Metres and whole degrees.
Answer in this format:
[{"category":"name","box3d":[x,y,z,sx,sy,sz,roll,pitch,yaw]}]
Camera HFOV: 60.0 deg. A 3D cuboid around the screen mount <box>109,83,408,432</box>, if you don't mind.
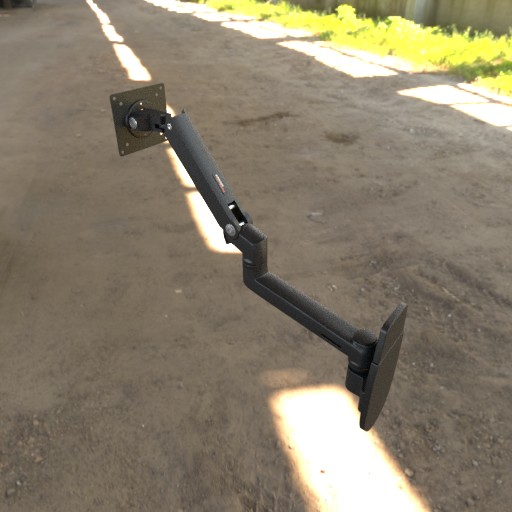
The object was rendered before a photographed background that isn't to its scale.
[{"category":"screen mount","box3d":[0.000,0.000,0.734,0.495,0.466,0.115,23,39,31]}]
